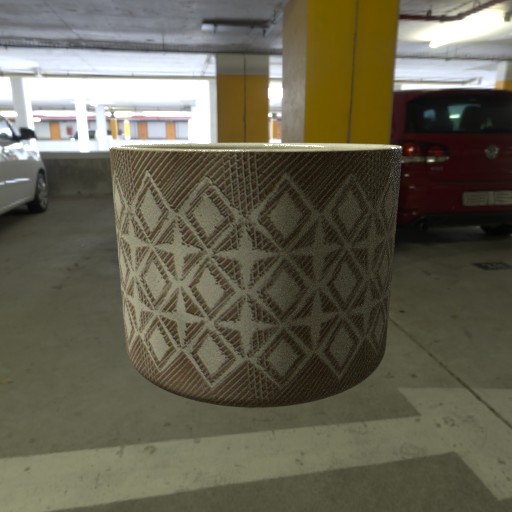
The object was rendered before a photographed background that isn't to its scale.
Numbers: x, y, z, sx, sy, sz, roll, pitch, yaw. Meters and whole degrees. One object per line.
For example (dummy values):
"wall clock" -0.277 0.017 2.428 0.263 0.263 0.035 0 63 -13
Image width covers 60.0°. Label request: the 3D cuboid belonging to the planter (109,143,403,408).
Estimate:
"planter" 0.000 0.000 0.214 0.126 0.104 0.126 0 15 0
